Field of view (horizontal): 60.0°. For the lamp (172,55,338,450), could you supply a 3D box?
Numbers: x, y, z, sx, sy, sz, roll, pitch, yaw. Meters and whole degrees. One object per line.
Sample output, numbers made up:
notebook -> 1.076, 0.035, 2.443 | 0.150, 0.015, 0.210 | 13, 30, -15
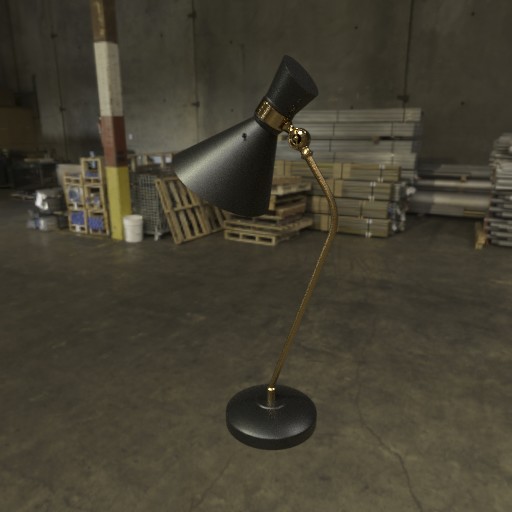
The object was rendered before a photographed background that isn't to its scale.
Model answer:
lamp -> 0.000, 0.000, 0.782 | 0.292, 0.647, 0.189 | 8, 17, 27
